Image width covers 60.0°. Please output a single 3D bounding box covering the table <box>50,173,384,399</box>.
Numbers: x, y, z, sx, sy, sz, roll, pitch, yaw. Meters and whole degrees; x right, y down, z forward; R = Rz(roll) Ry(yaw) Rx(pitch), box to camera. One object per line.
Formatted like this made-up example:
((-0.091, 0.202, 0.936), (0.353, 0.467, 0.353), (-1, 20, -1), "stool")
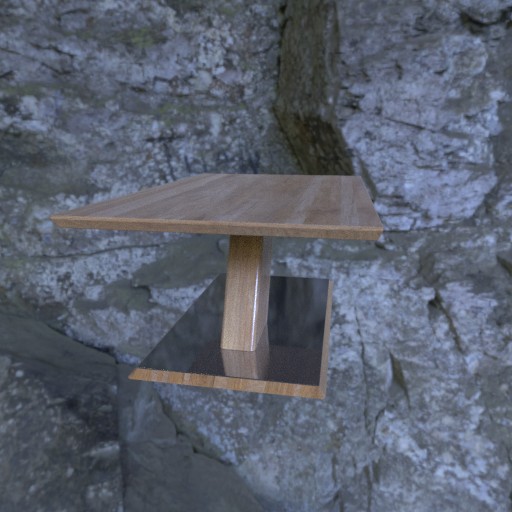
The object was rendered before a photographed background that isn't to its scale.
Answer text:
((0.000, 0.000, 1.468), (0.692, 0.441, 1.100), (3, 15, 10), "table")
